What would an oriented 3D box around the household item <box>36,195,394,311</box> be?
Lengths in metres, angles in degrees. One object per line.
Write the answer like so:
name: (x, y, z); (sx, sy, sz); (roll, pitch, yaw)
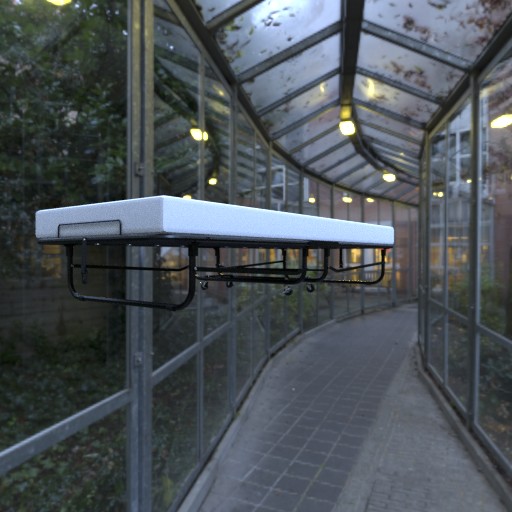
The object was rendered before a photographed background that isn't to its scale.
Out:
household item: (0.000, 0.000, 2.232); (0.787, 0.356, 1.905); (0, 0, 37)
